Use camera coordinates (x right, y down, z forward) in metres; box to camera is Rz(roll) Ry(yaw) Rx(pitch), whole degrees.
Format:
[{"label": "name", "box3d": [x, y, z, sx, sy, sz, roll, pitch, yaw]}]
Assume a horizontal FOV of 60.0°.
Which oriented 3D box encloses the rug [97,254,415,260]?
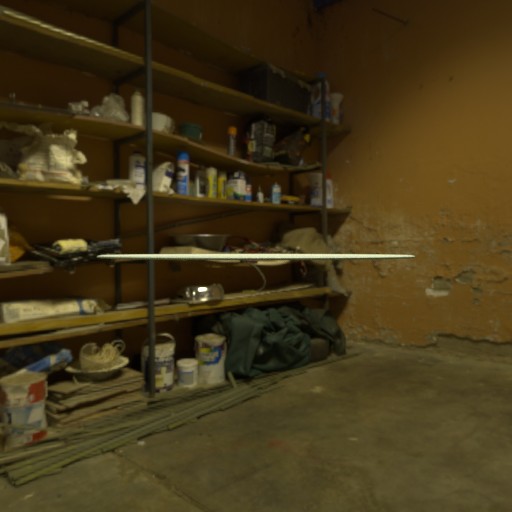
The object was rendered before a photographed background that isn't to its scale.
[{"label": "rug", "box3d": [0.000, 0.000, 2.355, 1.593, 0.012, 1.593, 0, 1, 0]}]
